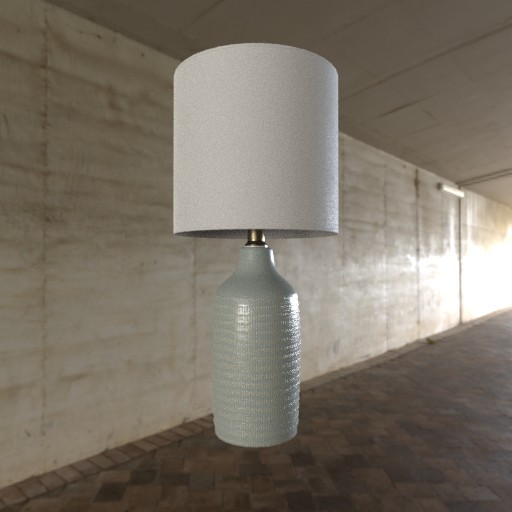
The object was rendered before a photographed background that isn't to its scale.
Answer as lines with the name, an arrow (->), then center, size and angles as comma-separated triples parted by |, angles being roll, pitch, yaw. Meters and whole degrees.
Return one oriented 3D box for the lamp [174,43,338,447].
lamp -> 0.000, 0.000, 0.603 | 0.220, 0.475, 0.220 | 0, -1, -17
